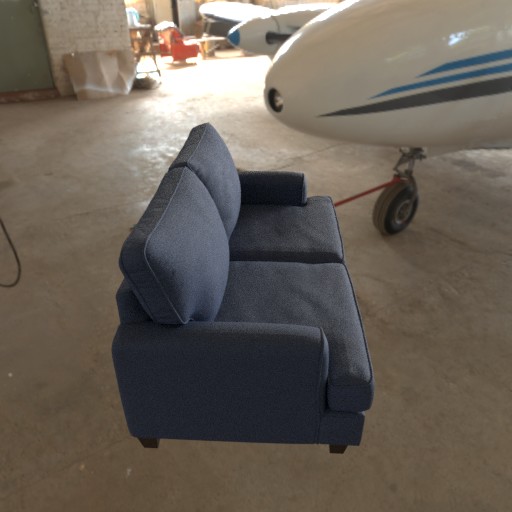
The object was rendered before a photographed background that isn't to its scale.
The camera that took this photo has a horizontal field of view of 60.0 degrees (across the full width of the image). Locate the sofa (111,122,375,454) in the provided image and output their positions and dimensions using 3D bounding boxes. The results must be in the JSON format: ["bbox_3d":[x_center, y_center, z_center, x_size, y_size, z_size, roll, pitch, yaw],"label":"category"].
[{"bbox_3d":[0.000,0.000,2.242,0.965,0.965,1.651,1,32,2],"label":"sofa"}]
